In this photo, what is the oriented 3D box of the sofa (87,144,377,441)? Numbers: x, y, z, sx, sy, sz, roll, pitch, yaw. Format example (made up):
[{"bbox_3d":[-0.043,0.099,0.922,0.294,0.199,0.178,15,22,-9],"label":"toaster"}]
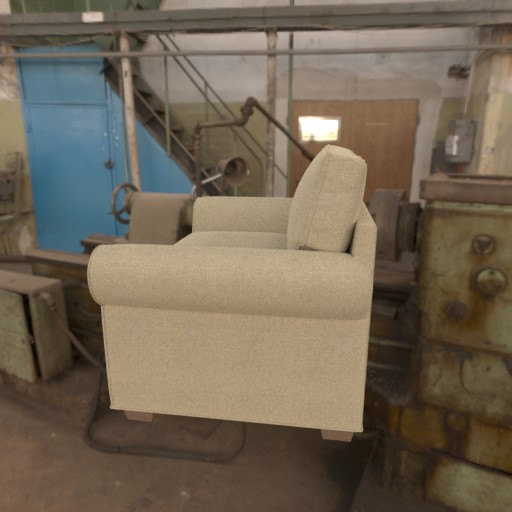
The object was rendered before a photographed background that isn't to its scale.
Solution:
[{"bbox_3d":[0.000,0.000,2.064,0.936,0.991,1.405,2,16,8],"label":"sofa"}]
